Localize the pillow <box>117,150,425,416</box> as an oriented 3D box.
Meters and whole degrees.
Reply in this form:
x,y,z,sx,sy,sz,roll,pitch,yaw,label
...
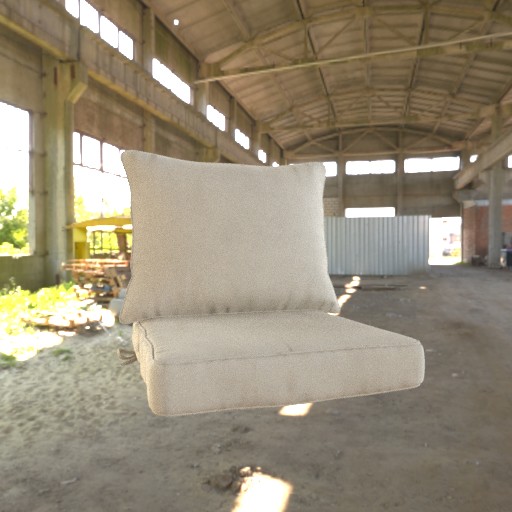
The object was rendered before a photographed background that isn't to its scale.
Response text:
x,y,z,sx,sy,sz,roll,pitch,yaw,label
0.000,0.000,1.345,0.798,0.716,0.733,0,1,-18,pillow
